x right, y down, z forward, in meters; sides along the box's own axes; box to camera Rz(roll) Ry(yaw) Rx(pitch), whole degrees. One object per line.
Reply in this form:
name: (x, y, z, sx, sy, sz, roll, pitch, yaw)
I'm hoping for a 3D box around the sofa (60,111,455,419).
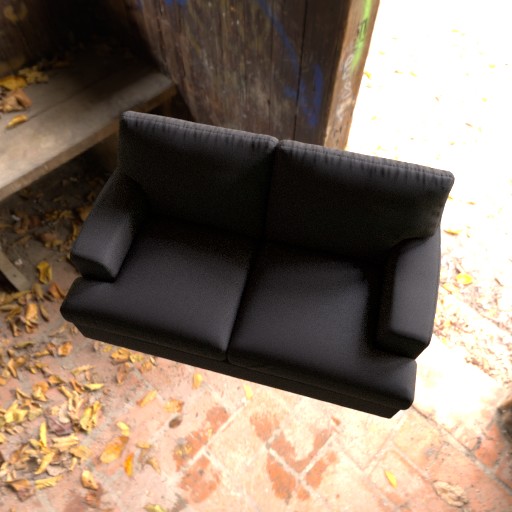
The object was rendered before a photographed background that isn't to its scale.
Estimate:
sofa: (0.000, 0.000, 2.399, 1.880, 0.940, 1.143, 13, 58, 8)
